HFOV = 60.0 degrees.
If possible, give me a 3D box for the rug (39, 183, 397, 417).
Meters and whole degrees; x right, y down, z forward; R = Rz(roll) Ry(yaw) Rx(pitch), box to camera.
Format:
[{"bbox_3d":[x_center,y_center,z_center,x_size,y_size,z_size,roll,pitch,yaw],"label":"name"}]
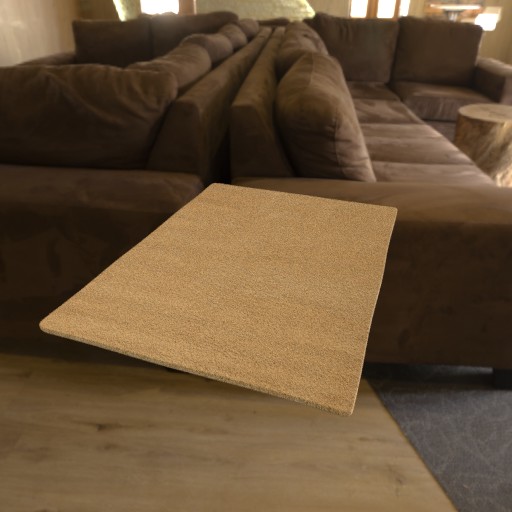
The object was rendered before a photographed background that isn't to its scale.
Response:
[{"bbox_3d":[0.000,0.000,2.158,1.199,0.025,1.600,10,32,17],"label":"rug"}]
